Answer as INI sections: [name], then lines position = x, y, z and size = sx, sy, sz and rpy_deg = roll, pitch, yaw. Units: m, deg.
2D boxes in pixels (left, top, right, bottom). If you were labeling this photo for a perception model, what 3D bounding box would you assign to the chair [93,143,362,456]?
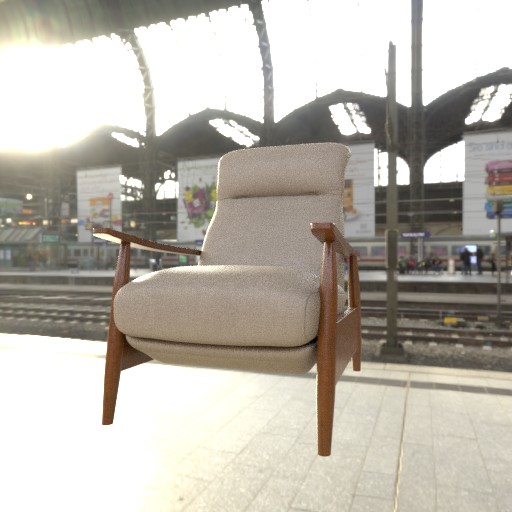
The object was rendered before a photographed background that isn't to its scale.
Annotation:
[chair]
position = 0.000, 0.000, 1.770
size = 0.762, 1.082, 1.032
rpy_deg = 0, 0, 18
